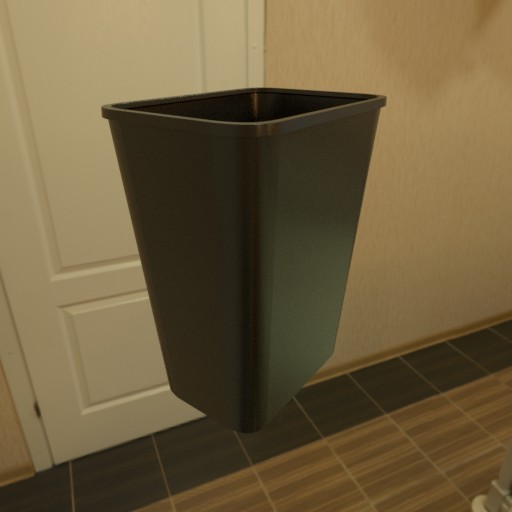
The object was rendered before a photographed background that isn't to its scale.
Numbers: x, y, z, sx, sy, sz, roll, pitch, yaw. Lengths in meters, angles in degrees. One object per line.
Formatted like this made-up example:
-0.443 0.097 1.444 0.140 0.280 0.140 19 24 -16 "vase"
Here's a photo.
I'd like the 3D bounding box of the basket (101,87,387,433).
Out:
0.000 0.000 0.781 0.287 0.521 0.394 18 31 33 "basket"
